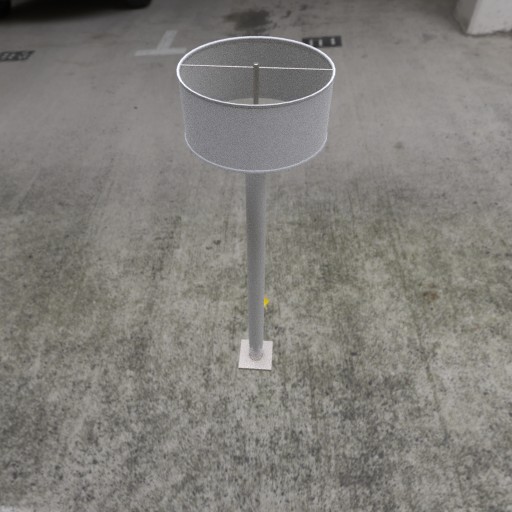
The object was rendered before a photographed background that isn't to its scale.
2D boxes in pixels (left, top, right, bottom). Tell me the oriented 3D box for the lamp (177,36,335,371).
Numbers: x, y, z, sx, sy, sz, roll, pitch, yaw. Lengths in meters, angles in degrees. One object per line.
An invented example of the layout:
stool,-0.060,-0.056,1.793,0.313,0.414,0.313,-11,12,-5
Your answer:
lamp,0.000,0.000,1.702,0.420,1.475,0.420,3,47,3
